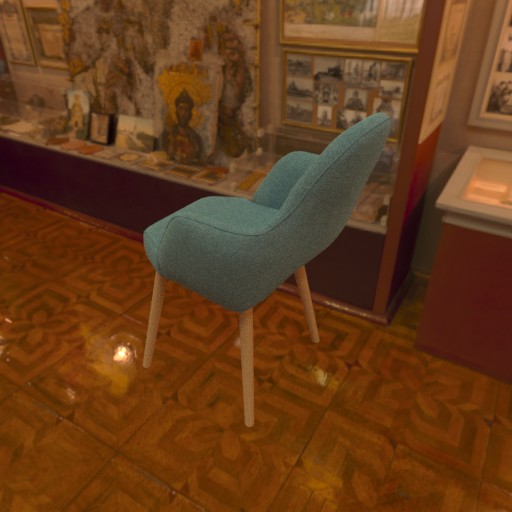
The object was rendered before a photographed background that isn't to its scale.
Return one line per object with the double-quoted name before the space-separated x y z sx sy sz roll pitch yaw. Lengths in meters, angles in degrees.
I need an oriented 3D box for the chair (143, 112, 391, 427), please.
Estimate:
"chair" 0.000 0.000 1.357 0.666 0.920 0.589 19 36 28
